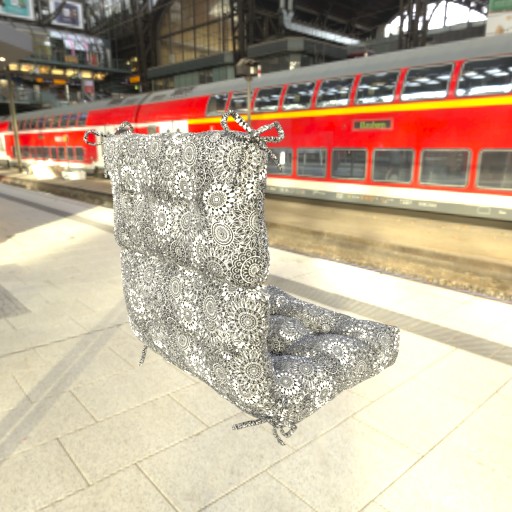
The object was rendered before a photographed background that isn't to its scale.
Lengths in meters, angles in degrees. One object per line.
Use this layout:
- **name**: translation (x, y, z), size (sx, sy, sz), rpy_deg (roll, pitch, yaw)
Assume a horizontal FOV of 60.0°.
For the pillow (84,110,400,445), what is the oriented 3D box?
- **pillow**: translation (0.000, 0.000, 1.035), size (0.571, 0.605, 0.519), rpy_deg (-13, 19, -42)
